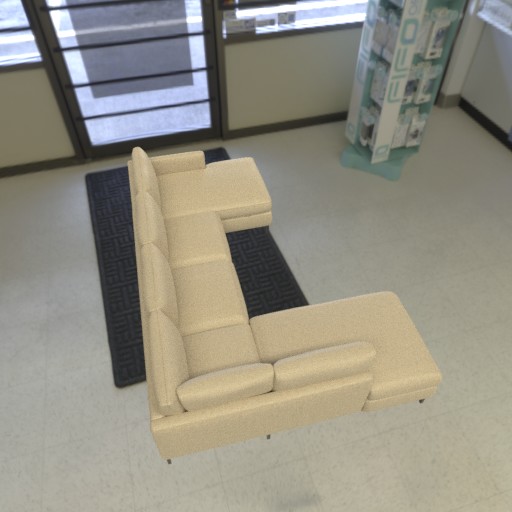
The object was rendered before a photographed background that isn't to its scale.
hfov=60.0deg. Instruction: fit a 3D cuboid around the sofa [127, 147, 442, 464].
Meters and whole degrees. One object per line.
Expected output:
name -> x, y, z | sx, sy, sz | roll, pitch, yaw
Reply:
sofa -> 0.000, 0.000, 3.633 | 1.879, 0.756, 2.737 | -10, 48, -9
